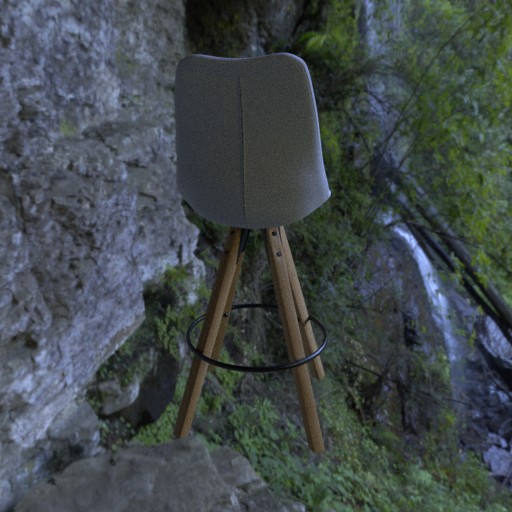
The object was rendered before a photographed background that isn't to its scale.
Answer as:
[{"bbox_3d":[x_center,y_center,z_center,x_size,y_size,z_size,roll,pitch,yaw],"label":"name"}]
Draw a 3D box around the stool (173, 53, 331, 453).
[{"bbox_3d":[0.000,0.000,1.407,0.484,1.115,0.550,3,18,8],"label":"stool"}]
